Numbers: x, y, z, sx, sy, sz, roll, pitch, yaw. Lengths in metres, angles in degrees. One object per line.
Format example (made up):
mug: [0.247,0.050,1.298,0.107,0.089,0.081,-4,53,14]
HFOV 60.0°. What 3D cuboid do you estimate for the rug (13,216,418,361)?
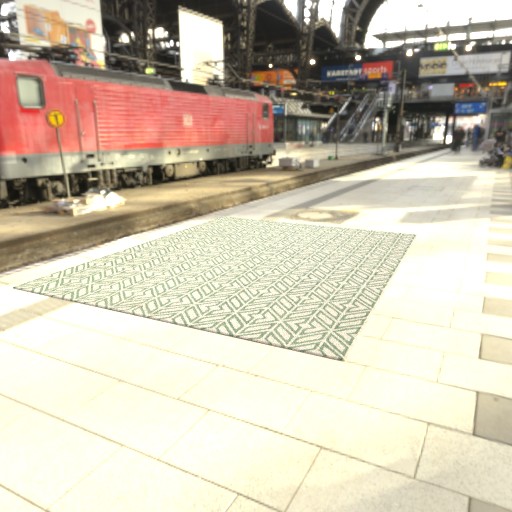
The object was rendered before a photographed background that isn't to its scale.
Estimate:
rug: [0.000,0.000,4.002,2.441,0.017,3.050,7,17,25]
